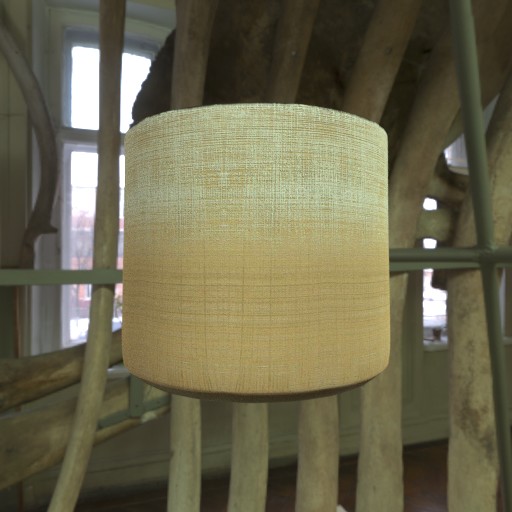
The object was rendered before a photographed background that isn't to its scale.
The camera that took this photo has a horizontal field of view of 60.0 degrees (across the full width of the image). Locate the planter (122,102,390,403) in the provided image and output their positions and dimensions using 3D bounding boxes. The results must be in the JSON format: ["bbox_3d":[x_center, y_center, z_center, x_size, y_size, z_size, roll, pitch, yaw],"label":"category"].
[{"bbox_3d":[0.000,0.000,0.438,0.254,0.221,0.254,0,0,0],"label":"planter"}]
